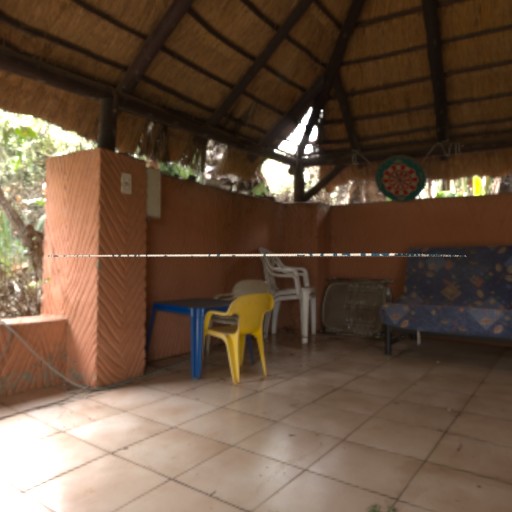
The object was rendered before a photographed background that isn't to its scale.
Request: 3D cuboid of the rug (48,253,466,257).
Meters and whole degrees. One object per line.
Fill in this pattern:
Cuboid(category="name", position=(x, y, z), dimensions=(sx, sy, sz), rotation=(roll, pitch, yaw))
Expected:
Cuboid(category="rug", position=(0.000, 0.000, 2.325), dimensions=(1.828, 0.007, 1.220), rotation=(0, 0, 34))
